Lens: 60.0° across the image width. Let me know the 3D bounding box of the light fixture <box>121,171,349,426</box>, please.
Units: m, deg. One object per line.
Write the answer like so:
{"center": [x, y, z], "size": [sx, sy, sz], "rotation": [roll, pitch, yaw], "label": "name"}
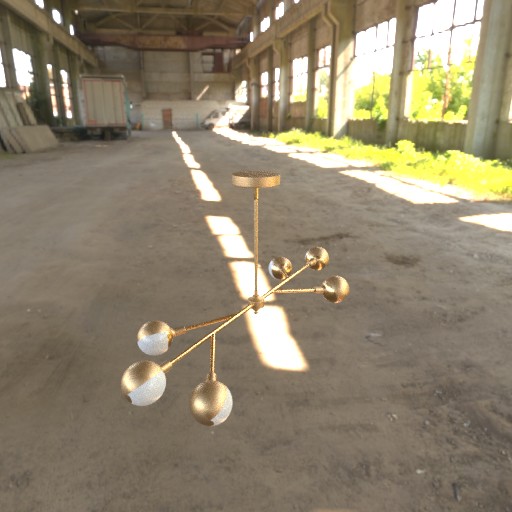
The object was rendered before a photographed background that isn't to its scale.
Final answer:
{"center": [0.000, 0.000, 0.988], "size": [0.778, 0.362, 0.434], "rotation": [-17, 25, -42], "label": "light fixture"}
